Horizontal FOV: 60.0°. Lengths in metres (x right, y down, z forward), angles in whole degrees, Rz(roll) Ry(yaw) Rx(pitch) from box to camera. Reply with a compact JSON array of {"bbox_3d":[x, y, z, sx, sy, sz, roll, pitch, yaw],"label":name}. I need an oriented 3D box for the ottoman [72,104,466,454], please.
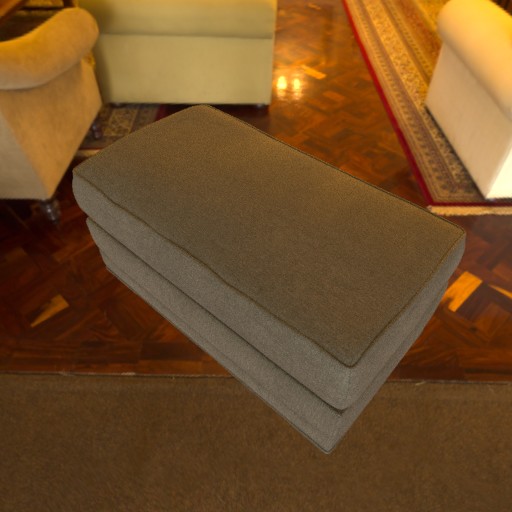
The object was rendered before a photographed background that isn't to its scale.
[{"bbox_3d":[0.000,0.000,1.160,0.864,0.448,0.490,33,55,27],"label":"ottoman"}]
